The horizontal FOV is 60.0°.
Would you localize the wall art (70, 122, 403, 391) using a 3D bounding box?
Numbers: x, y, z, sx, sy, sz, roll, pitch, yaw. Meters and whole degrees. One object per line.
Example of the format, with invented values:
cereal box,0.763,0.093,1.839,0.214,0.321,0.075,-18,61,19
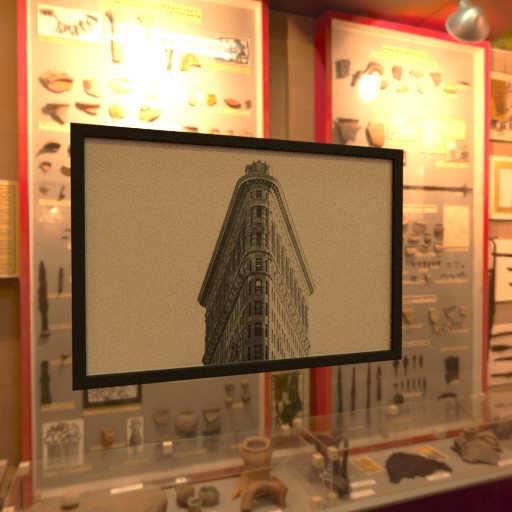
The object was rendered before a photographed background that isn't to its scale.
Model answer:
wall art,0.000,0.000,1.244,0.958,0.656,0.026,0,1,-18
